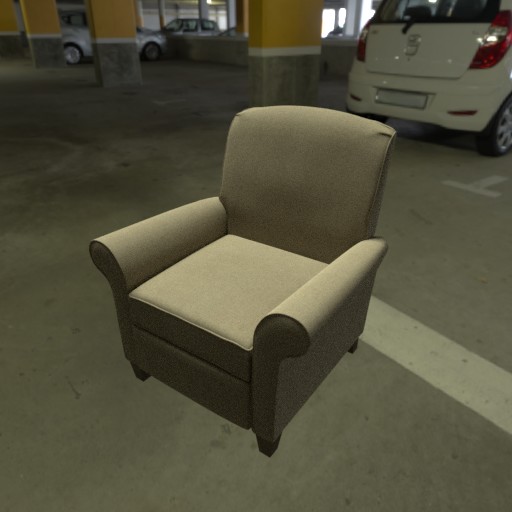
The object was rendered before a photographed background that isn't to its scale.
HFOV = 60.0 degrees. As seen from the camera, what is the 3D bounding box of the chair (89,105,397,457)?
[{"bbox_3d":[0.000,0.000,1.809,0.978,1.061,0.905,18,33,31],"label":"chair"}]
